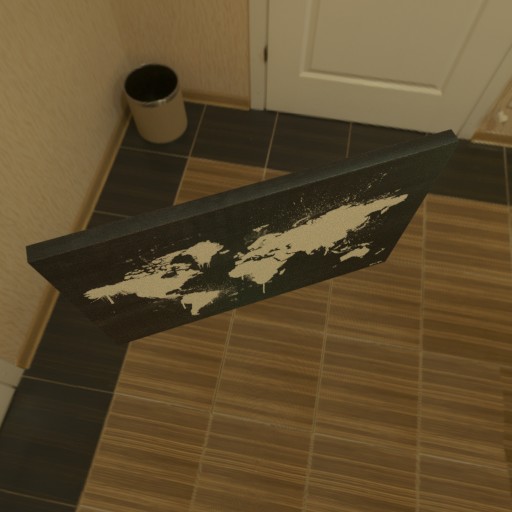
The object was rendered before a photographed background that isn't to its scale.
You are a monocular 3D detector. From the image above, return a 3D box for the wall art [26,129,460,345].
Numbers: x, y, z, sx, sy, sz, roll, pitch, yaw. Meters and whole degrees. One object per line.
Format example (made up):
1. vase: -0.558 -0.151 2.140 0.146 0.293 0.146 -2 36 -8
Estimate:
1. wall art: 0.000 0.000 1.170 0.912 0.612 0.038 -17 65 -8
